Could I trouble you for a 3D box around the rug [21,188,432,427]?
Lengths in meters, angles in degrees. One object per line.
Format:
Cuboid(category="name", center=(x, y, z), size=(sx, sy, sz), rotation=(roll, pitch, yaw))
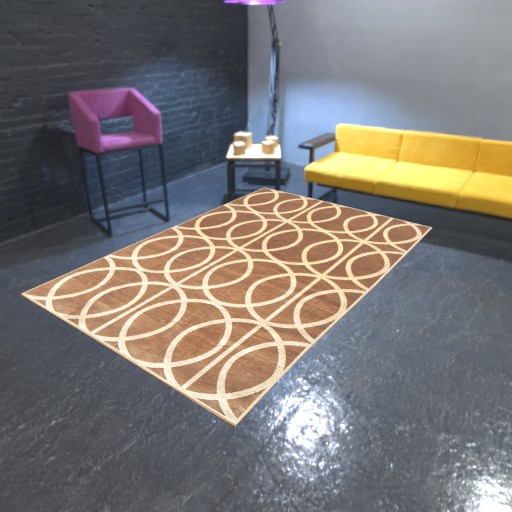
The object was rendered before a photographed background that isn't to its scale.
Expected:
Cuboid(category="rug", center=(0.000, 0.000, 2.842), size=(1.528, 0.014, 2.294), rotation=(19, 33, 32))
